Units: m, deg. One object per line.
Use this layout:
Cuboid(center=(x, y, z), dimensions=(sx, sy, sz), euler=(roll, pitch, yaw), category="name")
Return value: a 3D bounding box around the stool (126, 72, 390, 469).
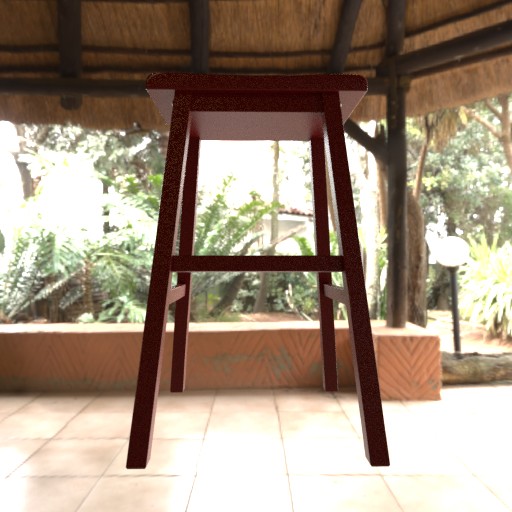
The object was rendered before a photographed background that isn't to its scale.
Cuboid(center=(0.000, 0.000, 1.007), dimensions=(0.457, 0.737, 0.476), euler=(0, -1, -1), category="stool")
